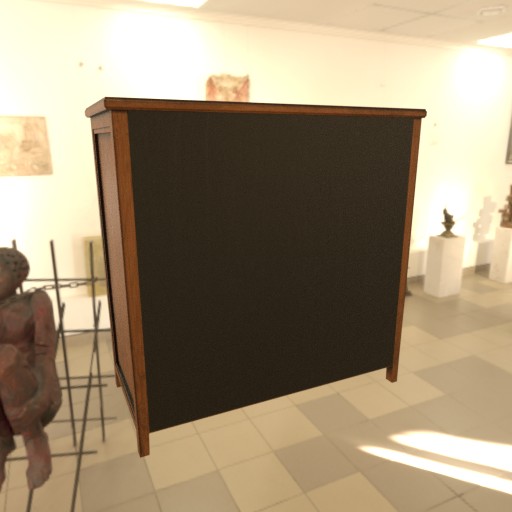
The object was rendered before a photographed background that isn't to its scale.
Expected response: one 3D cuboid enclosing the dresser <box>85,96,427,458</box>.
[{"bbox_3d":[0.000,0.000,1.939,1.250,1.224,0.591,-7,16,-25],"label":"dresser"}]
